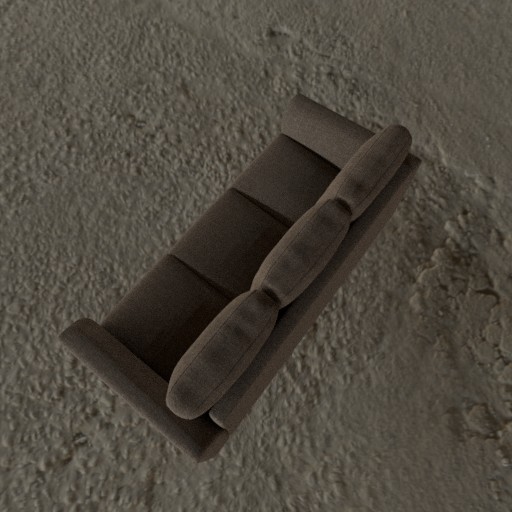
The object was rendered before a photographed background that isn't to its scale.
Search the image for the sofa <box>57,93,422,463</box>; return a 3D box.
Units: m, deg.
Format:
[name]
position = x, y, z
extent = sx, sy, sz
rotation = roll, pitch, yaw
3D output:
[sofa]
position = 0.000, 0.000, 2.308
extent = 0.837, 0.891, 1.847
rotation = 35, 69, 15
